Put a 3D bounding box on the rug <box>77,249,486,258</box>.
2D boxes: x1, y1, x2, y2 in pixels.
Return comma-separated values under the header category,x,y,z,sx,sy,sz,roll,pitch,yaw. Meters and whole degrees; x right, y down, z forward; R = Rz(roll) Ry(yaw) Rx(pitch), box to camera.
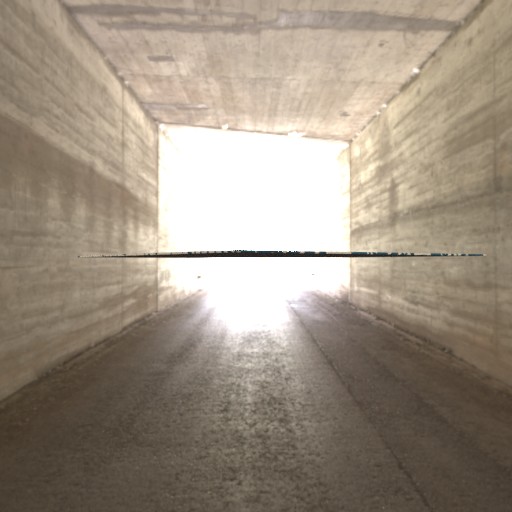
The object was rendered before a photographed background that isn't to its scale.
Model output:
category,x,y,z,sx,sy,sz,roll,pitch,yaw
rug,0.000,0.000,4.093,2.416,0.014,3.017,1,-1,-36
